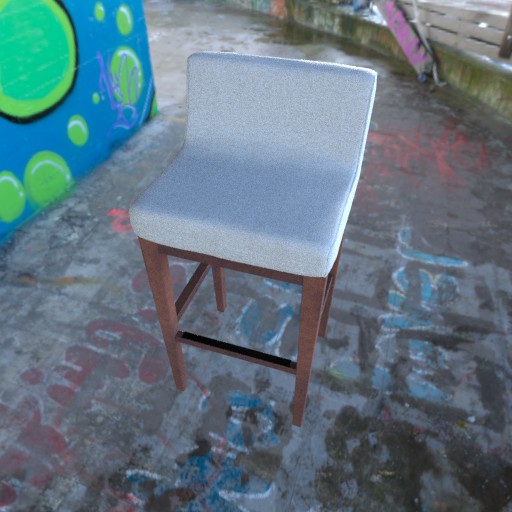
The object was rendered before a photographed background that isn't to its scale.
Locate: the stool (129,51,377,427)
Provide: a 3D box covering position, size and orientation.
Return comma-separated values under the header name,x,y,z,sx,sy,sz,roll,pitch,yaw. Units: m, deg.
name,x,y,z,sx,sy,sz,roll,pitch,yaw
stool,0.000,0.000,1.355,0.511,1.037,0.500,12,43,13
